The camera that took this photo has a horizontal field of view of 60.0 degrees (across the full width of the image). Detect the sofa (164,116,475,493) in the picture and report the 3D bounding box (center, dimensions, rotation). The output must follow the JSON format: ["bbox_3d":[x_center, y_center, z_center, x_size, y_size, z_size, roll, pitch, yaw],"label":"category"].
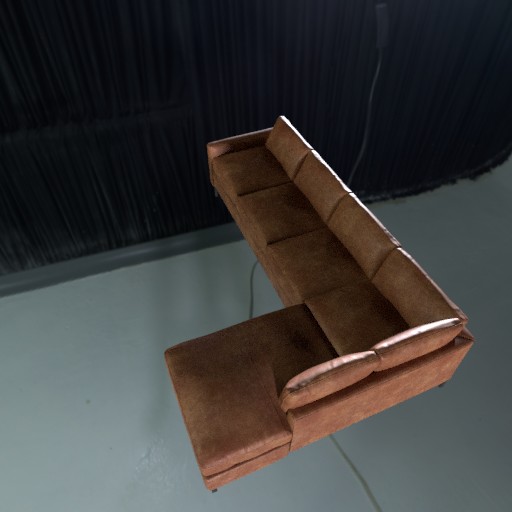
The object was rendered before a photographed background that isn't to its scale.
[{"bbox_3d":[0.000,0.000,3.734,1.938,0.877,2.984,-17,49,-16],"label":"sofa"}]
